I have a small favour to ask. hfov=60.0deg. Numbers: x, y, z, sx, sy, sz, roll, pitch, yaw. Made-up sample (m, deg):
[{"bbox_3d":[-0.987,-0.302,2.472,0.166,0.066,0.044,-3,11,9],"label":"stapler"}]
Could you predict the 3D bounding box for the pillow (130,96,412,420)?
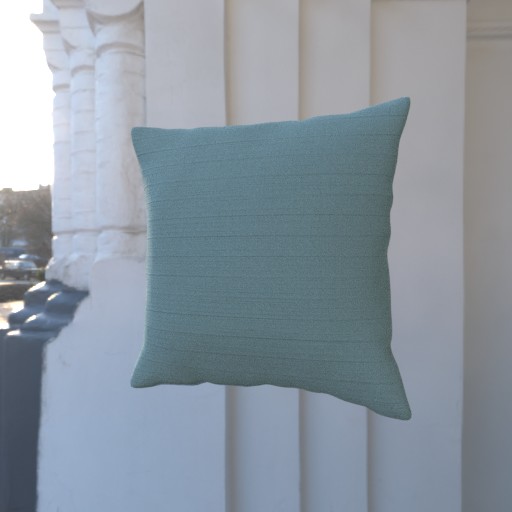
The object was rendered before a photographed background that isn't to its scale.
[{"bbox_3d":[0.000,0.000,0.710,0.470,0.464,0.175,0,0,19],"label":"pillow"}]
